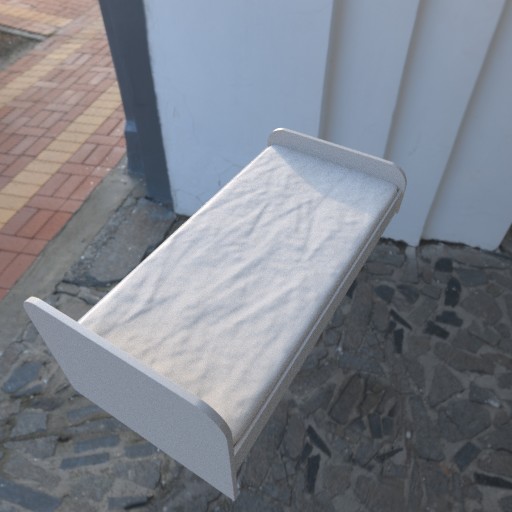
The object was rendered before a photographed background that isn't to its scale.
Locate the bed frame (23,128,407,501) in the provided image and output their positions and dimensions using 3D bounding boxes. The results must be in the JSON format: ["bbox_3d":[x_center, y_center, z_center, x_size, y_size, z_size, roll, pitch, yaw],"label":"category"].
[{"bbox_3d":[0.000,0.000,2.402,0.998,0.805,1.963,24,51,21],"label":"bed frame"}]
